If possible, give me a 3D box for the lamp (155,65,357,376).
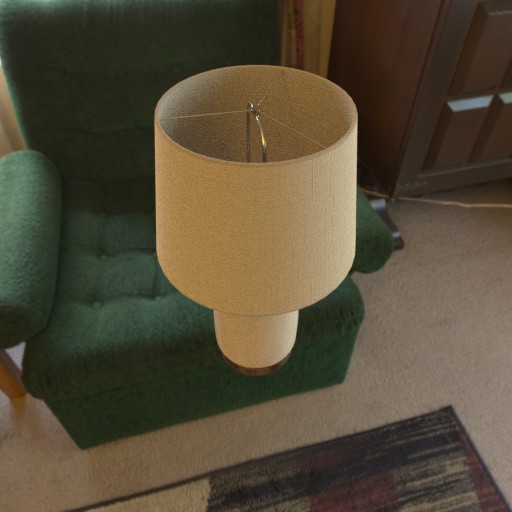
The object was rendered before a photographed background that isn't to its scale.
[{"bbox_3d":[0.000,0.000,0.673,0.285,0.483,0.285,0,46,0],"label":"lamp"}]
